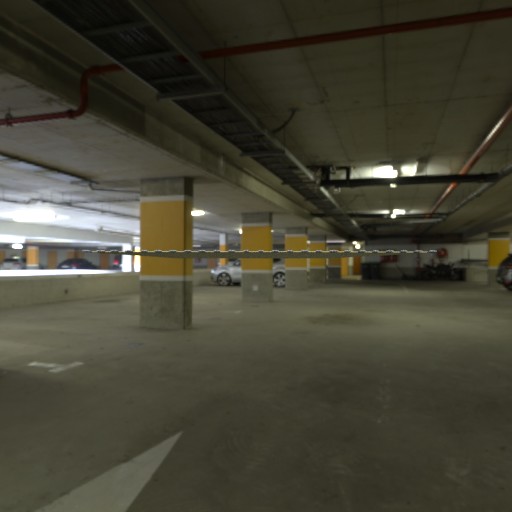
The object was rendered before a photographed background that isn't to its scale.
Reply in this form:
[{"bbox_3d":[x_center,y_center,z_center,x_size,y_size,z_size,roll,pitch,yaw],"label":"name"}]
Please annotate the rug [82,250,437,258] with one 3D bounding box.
[{"bbox_3d":[0.000,0.000,2.587,1.248,0.009,2.108,0,-1,-1],"label":"rug"}]
